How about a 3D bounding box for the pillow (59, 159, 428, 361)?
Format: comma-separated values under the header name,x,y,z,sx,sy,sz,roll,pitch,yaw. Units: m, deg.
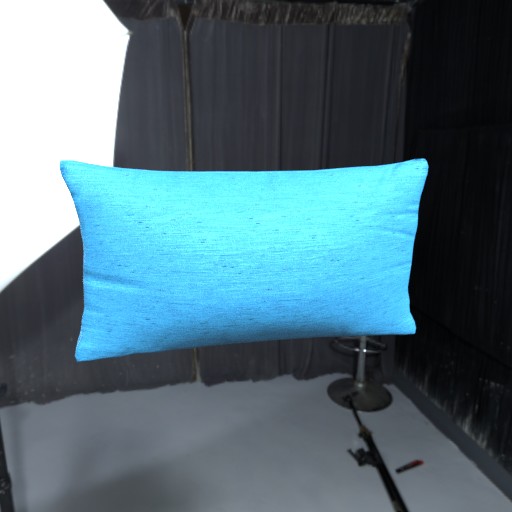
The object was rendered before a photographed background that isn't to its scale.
name,x,y,z,sx,sy,sz,roll,pitch,yaw
pillow,0.000,0.000,0.790,0.633,0.338,0.210,-3,14,-11
